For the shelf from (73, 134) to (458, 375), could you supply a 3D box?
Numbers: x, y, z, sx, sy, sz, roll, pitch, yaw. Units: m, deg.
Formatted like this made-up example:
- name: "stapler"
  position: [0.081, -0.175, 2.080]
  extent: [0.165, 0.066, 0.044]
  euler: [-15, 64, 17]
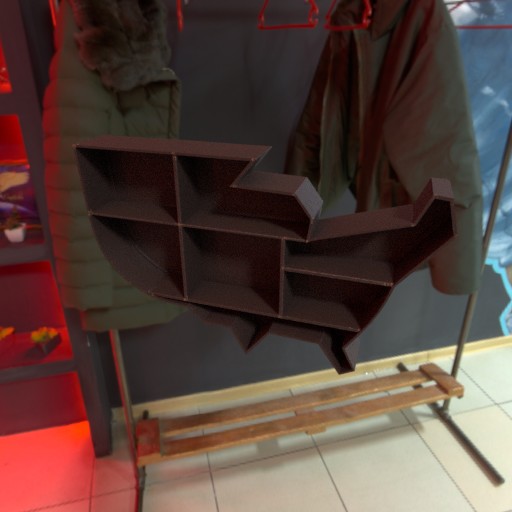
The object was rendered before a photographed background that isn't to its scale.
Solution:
- name: "shelf"
  position: [0.000, 0.000, 0.926]
  extent: [0.729, 0.439, 0.112]
  euler: [8, 28, 16]
